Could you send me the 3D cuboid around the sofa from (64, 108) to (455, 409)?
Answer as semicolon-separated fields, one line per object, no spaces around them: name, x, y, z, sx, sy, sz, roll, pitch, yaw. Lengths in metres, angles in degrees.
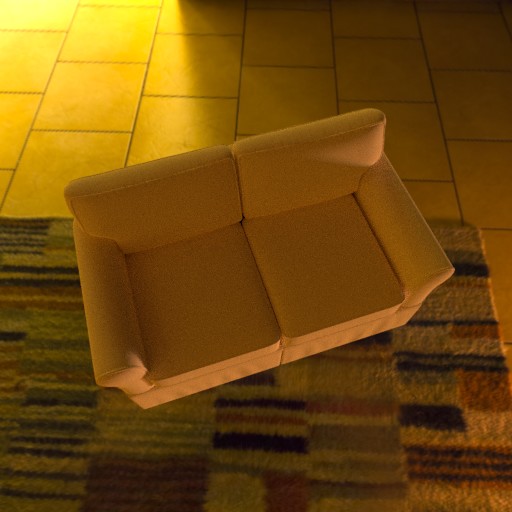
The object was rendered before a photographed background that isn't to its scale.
sofa;0.000;0.000;2.336;1.727;0.940;0.991;-16;63;-8
